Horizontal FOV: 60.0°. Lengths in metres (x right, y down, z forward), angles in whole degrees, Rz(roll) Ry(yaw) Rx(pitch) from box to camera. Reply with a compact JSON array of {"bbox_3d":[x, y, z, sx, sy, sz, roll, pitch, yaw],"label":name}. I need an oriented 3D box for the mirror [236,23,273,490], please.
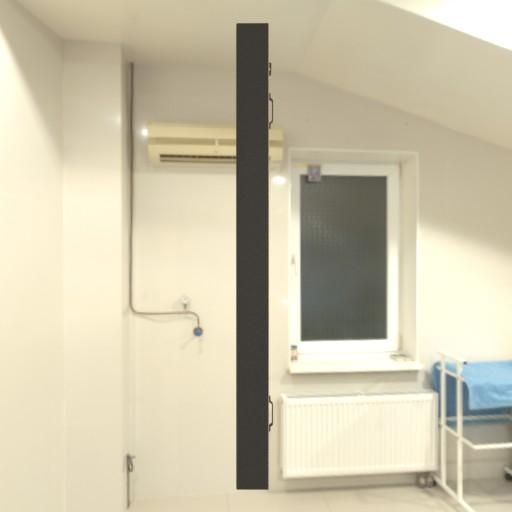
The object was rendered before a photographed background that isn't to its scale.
[{"bbox_3d":[0.000,0.000,0.684,0.041,0.508,0.405,0,0,0],"label":"mirror"}]
